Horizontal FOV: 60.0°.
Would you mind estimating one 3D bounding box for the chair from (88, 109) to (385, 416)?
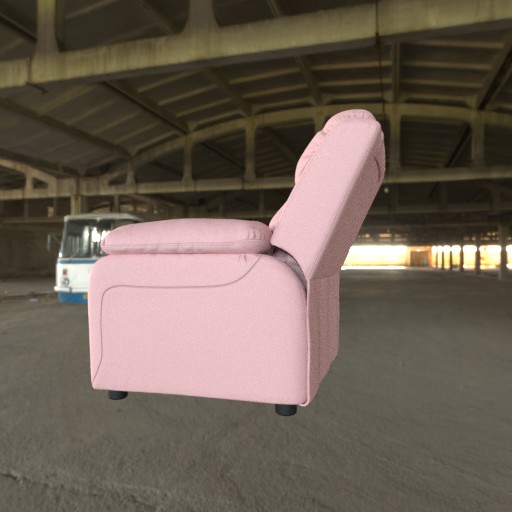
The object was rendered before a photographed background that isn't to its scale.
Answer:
[{"bbox_3d":[0.000,0.000,1.267,0.709,0.702,0.680,0,0,17],"label":"chair"}]
